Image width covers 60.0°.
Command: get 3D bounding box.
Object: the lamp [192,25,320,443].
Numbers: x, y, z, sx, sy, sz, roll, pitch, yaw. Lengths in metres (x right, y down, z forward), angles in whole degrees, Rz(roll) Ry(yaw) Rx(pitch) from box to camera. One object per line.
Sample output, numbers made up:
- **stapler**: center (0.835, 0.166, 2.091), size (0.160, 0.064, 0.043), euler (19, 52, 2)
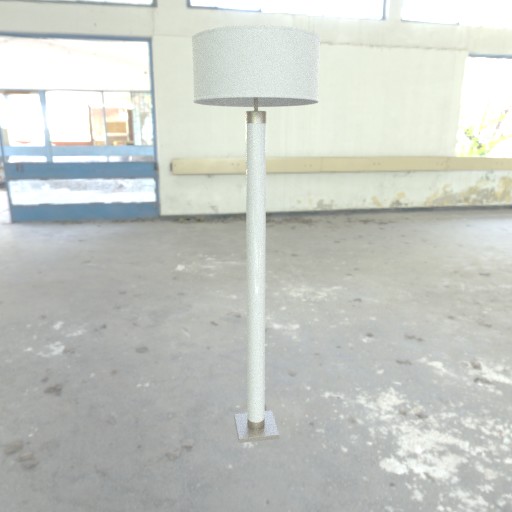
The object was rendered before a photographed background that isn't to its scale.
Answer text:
- **lamp**: center (0.000, 0.000, 1.637), size (0.420, 1.475, 0.420), euler (-2, 15, -9)
